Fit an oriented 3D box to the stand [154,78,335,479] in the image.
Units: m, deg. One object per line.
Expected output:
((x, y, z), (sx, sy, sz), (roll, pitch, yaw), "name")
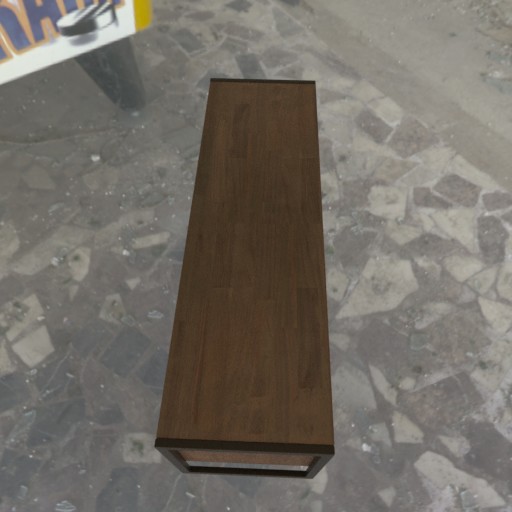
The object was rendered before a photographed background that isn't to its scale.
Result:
((0.000, 0.000, 1.714), (0.454, 0.506, 1.480), (2, 57, 1), "stand")
